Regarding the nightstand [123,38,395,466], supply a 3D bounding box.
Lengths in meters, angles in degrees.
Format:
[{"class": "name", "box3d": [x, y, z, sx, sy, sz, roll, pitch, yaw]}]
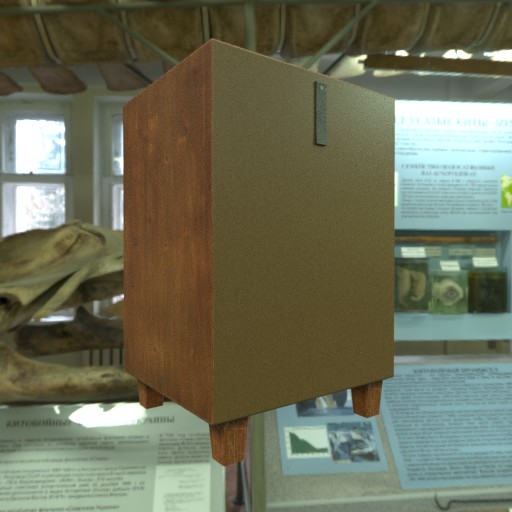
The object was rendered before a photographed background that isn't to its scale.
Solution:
[{"class": "nightstand", "box3d": [0.000, 0.000, 1.000, 0.465, 0.695, 0.410, -1, 1, -36]}]
